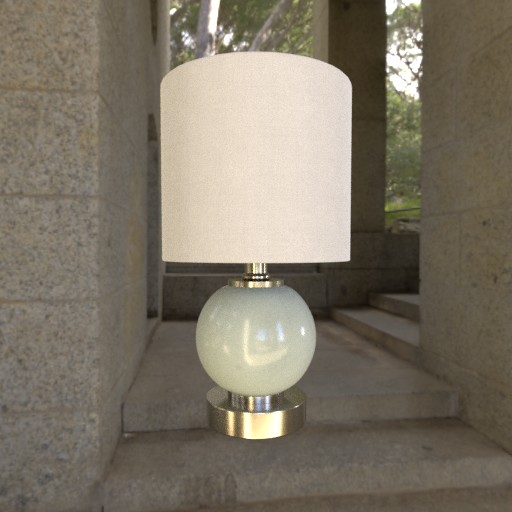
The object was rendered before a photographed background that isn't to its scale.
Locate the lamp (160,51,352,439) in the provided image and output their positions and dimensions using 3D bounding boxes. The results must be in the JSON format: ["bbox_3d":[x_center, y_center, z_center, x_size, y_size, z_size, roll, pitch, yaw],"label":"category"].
[{"bbox_3d":[0.000,0.000,0.479,0.201,0.353,0.201,-1,1,-36],"label":"lamp"}]
